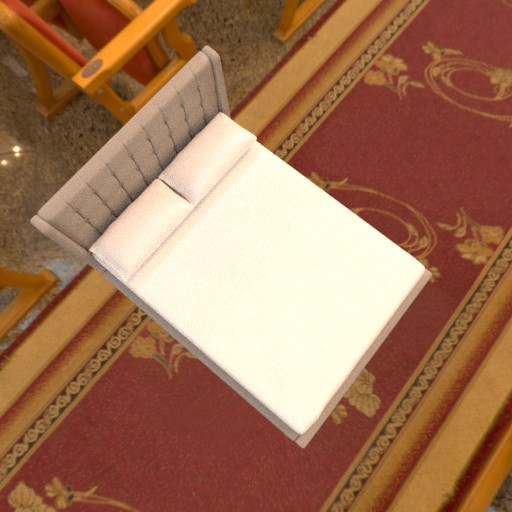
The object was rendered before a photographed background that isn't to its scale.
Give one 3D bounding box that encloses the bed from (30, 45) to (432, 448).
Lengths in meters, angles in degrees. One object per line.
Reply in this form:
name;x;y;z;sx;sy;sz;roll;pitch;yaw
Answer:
bed;0.000;0.000;3.217;2.232;1.147;1.656;39;78;9
